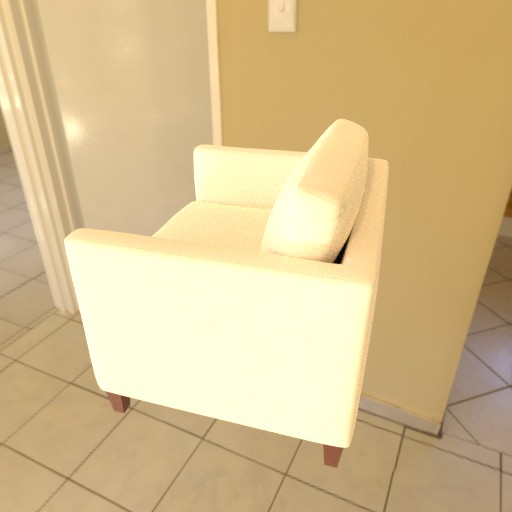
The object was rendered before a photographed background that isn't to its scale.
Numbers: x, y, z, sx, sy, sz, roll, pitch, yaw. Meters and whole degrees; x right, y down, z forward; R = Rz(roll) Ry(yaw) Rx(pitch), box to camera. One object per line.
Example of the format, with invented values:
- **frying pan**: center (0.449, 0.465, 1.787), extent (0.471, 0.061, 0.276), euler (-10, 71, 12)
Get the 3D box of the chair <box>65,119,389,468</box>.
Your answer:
- **chair**: center (0.000, 0.000, 1.650), extent (0.878, 0.885, 1.019), euler (8, 31, 14)
